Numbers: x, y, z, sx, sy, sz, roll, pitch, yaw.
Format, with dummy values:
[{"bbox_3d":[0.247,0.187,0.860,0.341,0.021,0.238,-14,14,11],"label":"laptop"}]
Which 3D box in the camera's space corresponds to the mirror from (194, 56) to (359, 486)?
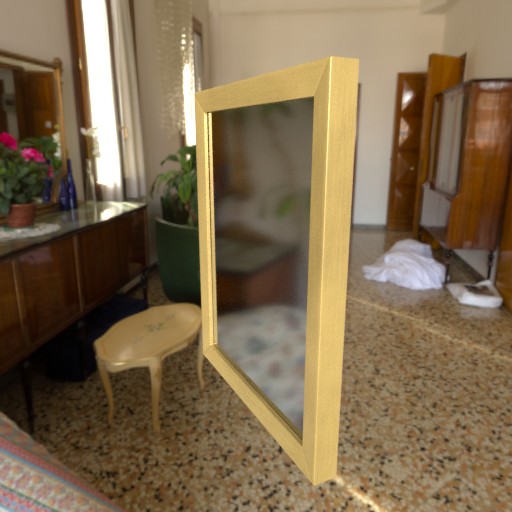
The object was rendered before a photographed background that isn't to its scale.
[{"bbox_3d":[0.000,0.000,0.685,0.041,0.508,0.405,-7,16,-26],"label":"mirror"}]
